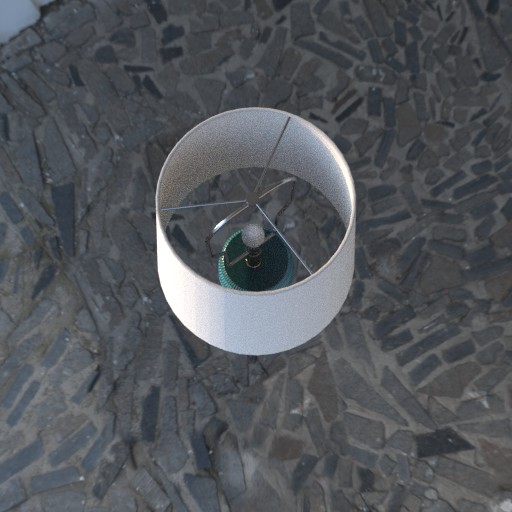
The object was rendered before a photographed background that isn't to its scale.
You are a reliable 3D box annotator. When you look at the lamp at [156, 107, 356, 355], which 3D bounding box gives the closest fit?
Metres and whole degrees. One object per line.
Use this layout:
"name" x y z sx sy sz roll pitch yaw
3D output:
"lamp" 0.000 0.000 0.809 0.355 0.582 0.355 0 76 0
